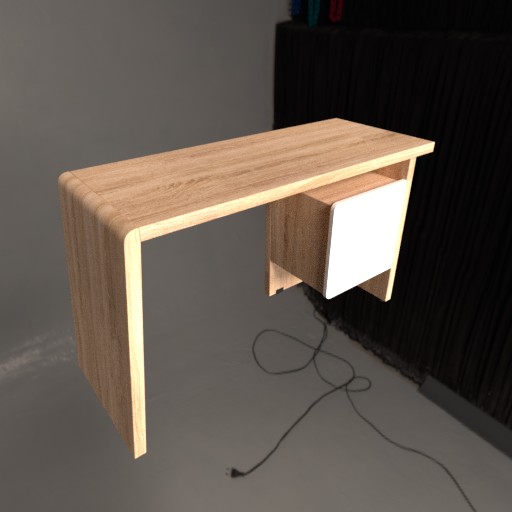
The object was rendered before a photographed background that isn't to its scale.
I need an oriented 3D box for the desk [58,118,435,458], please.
[{"bbox_3d":[0.000,0.000,1.664,1.300,0.750,0.500,-21,36,-32],"label":"desk"}]
